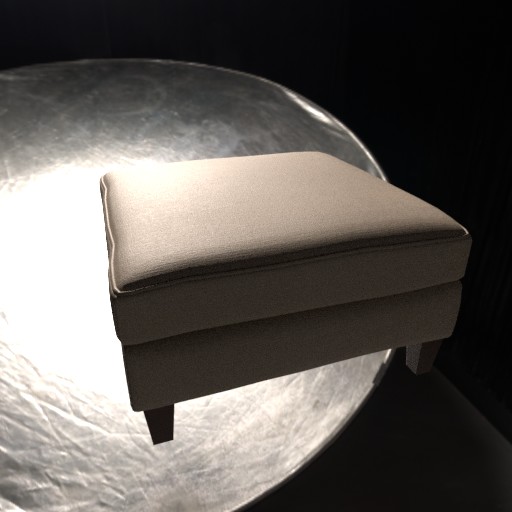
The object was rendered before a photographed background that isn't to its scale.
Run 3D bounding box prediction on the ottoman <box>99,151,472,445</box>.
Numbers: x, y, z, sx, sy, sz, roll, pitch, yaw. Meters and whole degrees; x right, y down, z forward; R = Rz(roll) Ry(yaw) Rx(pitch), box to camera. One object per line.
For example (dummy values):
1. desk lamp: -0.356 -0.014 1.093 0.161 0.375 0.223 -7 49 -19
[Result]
1. ottoman: 0.000 0.000 1.335 0.838 0.481 0.838 -9 28 -17
